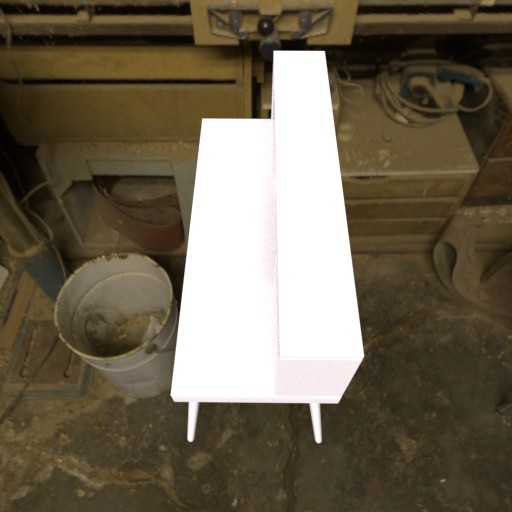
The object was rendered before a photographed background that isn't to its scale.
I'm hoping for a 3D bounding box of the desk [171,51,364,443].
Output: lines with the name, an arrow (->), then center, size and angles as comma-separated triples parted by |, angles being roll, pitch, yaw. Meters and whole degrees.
desk -> 0.000, 0.000, 1.752 | 0.559, 0.990, 1.199 | 0, 57, 0
